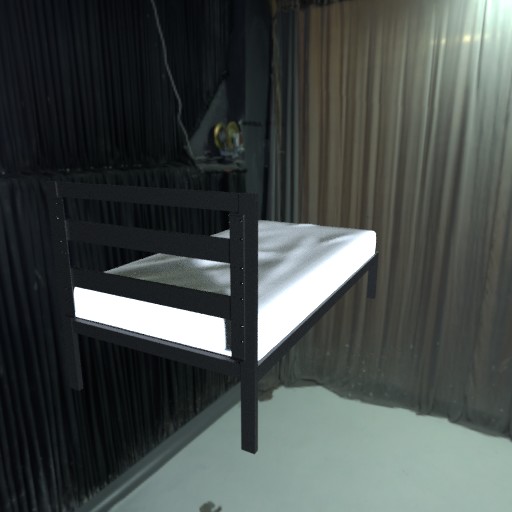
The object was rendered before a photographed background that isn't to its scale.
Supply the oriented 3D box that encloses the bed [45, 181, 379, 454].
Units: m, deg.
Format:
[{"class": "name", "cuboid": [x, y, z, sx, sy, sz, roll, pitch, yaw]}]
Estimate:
[{"class": "bed", "cuboid": [0.000, 0.000, 2.569, 0.991, 0.967, 1.930, 8, 17, 27]}]
